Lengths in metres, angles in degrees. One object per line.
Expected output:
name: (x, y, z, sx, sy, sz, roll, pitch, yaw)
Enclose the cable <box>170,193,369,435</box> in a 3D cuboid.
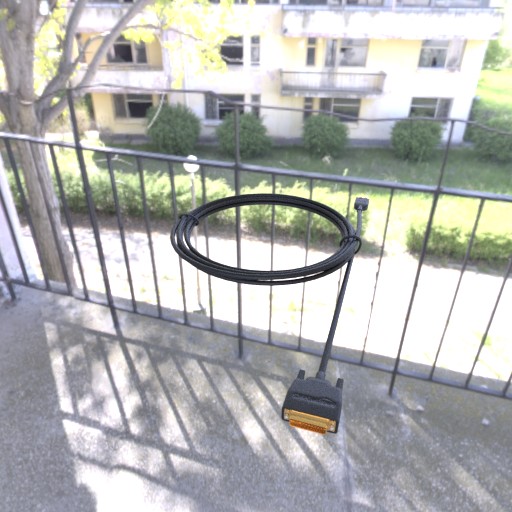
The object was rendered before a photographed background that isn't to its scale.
cable: (0.000, 0.000, 0.522, 0.257, 0.030, 0.422, 9, 32, 15)
